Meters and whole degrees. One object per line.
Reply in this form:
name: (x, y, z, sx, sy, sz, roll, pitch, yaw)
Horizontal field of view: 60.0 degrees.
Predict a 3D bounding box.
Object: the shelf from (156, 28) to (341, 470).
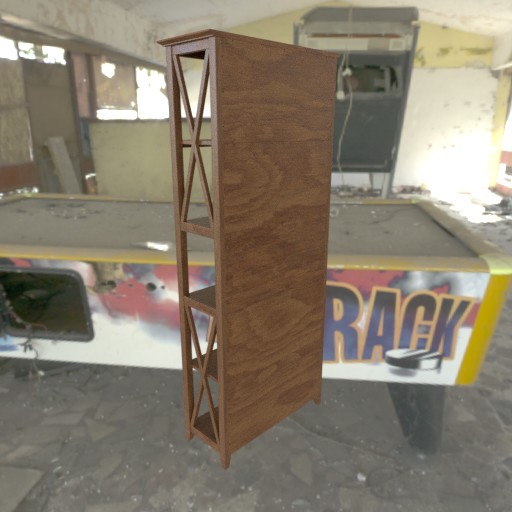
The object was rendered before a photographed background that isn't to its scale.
shelf: (0.000, 0.000, 2.216, 0.335, 1.905, 0.805, 16, 22, 43)
